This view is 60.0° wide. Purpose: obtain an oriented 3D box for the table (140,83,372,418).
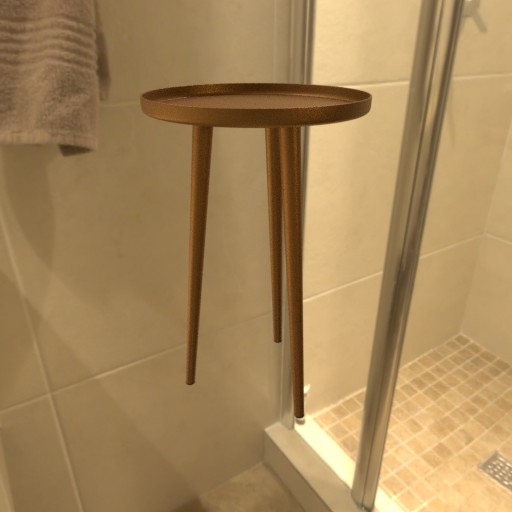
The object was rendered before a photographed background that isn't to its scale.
[{"bbox_3d":[0.000,0.000,0.690,0.299,0.480,0.299,9,27,18],"label":"table"}]
